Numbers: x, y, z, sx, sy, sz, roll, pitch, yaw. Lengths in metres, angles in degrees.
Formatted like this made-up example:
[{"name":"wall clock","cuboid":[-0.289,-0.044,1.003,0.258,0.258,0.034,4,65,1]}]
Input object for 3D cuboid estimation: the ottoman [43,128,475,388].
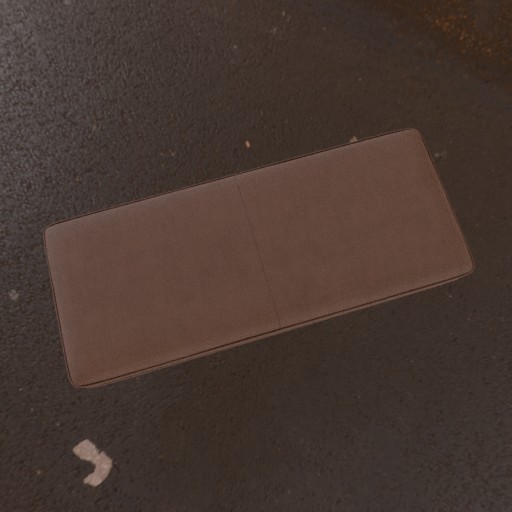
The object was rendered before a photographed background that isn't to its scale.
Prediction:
[{"name":"ottoman","cuboid":[0.000,0.000,2.063,1.764,0.470,0.751,-16,77,-4]}]
